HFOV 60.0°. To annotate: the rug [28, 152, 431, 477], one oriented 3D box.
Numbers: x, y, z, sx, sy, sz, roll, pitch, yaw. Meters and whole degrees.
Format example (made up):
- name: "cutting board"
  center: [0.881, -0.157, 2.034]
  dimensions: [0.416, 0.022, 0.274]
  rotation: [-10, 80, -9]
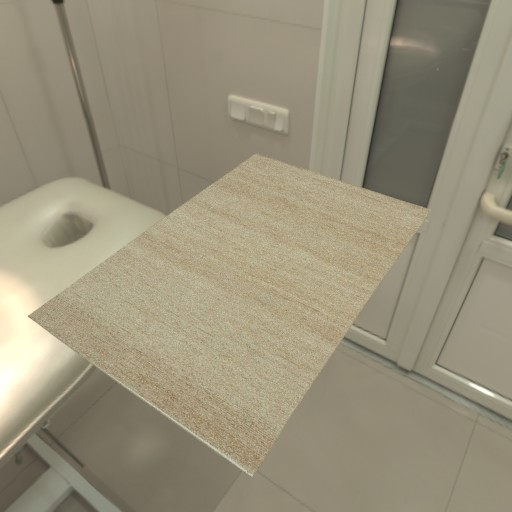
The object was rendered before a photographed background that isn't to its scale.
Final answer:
- name: "rug"
  center: [0.000, 0.000, 2.920]
  dimensions: [1.574, 0.029, 2.346]
  rotation: [25, 47, 25]
